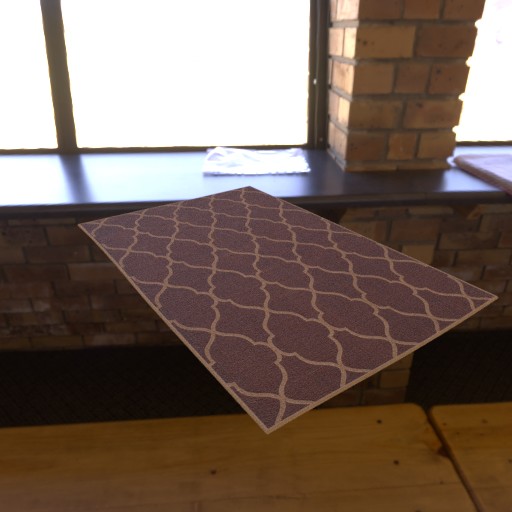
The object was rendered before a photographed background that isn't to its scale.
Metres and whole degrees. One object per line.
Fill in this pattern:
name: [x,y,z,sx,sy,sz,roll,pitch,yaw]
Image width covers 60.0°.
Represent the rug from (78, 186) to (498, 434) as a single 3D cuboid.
rug: [0.000,0.000,2.759,1.526,0.014,2.290,-18,32,-31]
